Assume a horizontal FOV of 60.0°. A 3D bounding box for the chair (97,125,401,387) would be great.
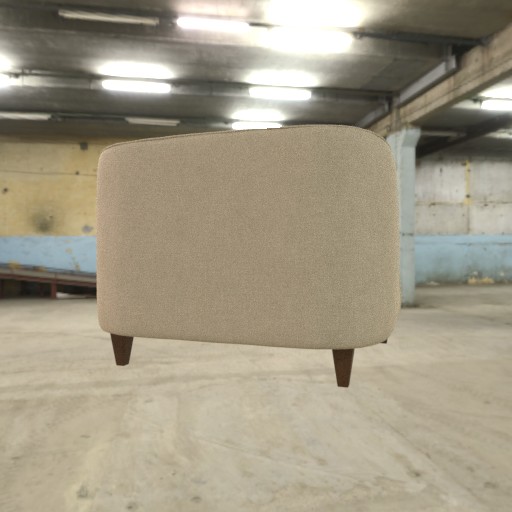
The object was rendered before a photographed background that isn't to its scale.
[{"bbox_3d":[0.000,0.000,1.801,1.118,0.787,0.914,0,1,19],"label":"chair"}]
